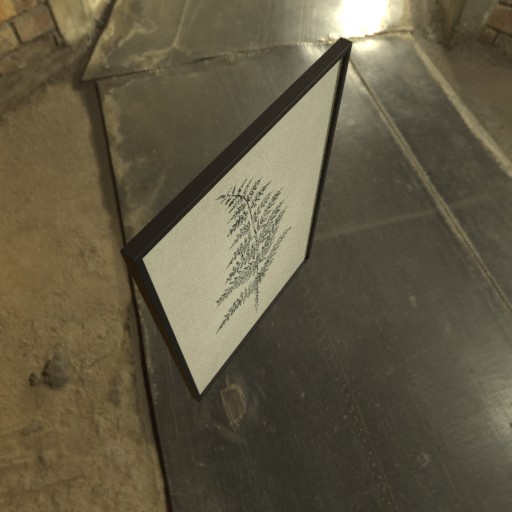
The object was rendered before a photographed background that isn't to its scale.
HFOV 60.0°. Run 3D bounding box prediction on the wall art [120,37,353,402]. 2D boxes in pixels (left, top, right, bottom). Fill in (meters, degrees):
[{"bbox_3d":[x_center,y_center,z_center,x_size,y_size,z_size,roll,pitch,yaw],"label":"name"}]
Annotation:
[{"bbox_3d":[0.000,0.000,1.426,0.036,1.070,0.802,31,64,18],"label":"wall art"}]
